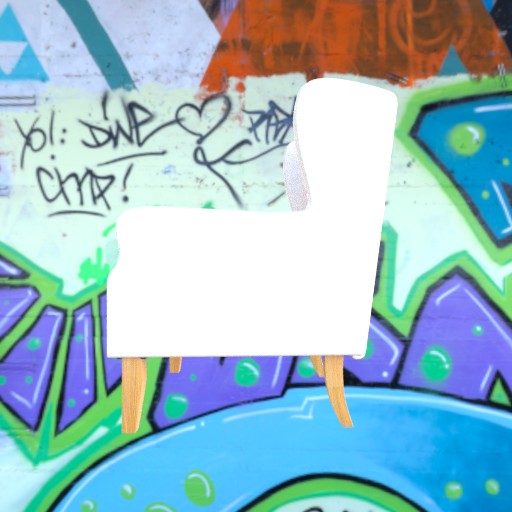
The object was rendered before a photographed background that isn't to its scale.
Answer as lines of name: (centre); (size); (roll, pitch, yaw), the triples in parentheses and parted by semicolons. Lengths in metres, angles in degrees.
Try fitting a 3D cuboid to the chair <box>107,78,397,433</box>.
chair: (0.000, 0.000, 1.475); (0.760, 0.930, 0.710); (0, 0, 1)
